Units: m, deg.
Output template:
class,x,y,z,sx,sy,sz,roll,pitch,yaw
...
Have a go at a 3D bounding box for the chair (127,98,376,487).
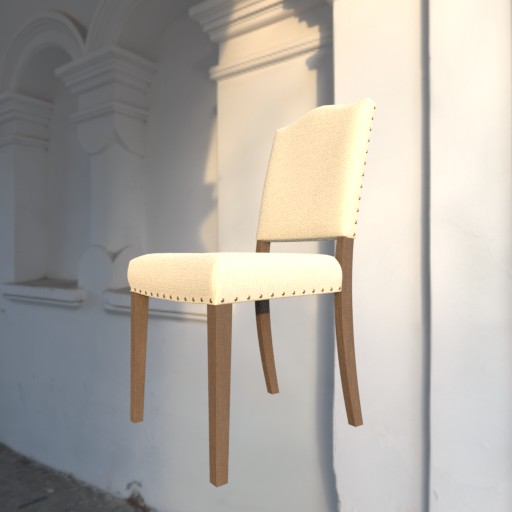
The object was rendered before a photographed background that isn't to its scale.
class,x,y,z,sx,sy,sz,roll,pitch,yaw
chair,0.000,0.000,1.349,0.619,1.015,0.508,0,0,-37
